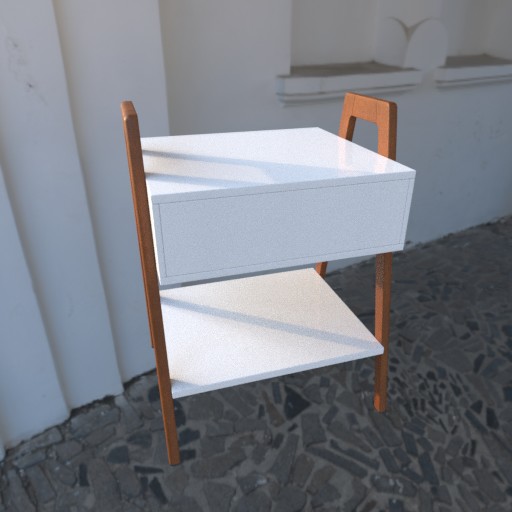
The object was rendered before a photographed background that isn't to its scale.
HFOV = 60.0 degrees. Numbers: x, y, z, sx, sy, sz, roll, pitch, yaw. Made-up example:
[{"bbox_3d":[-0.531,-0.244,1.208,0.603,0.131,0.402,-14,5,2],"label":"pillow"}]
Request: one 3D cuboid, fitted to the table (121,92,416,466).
[{"bbox_3d":[0.000,0.000,0.913,0.457,0.610,0.405,-8,28,-15],"label":"table"}]
